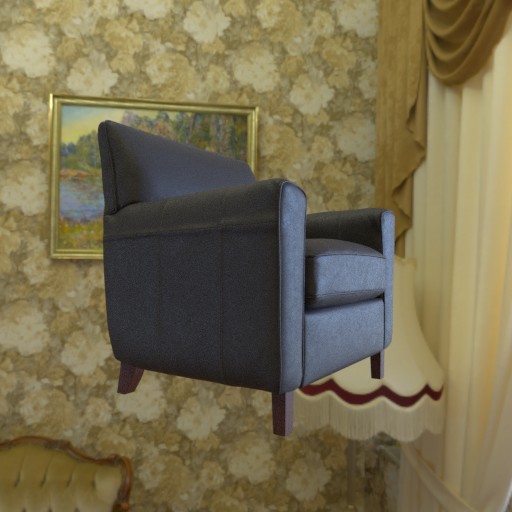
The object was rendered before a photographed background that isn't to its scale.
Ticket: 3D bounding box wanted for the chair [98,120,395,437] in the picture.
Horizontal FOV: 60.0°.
[{"bbox_3d":[0.000,0.000,1.643,0.825,0.943,0.870,-1,-1,36],"label":"chair"}]
